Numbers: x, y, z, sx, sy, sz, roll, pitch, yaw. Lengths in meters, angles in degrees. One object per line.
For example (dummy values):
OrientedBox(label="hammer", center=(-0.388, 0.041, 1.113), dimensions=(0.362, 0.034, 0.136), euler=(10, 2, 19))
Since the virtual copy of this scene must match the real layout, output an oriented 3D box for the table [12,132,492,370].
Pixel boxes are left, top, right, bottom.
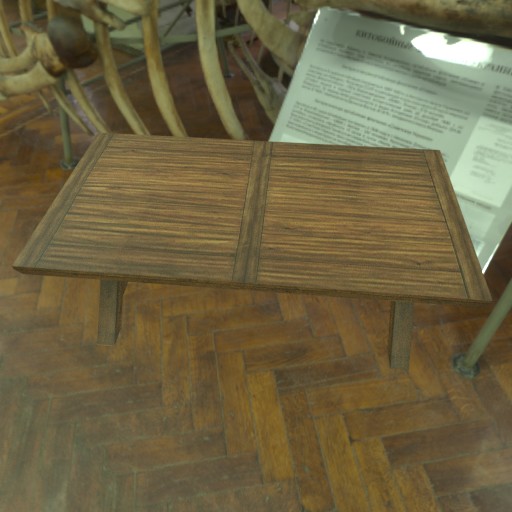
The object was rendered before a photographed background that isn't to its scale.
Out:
OrientedBox(label="table", center=(0.000, 0.000, 2.458), dimensions=(1.966, 0.793, 1.071), euler=(4, 46, 4))
